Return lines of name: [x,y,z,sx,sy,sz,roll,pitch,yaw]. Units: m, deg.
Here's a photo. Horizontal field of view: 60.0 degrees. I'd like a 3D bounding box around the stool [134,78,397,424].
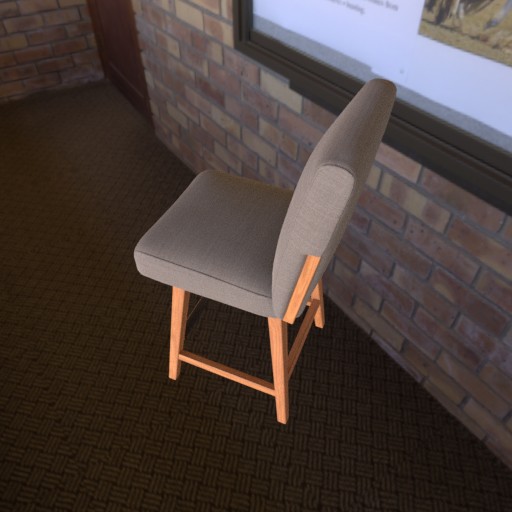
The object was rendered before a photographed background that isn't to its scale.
stool: [0.000,0.000,1.338,0.570,1.019,0.459,17,47,16]
